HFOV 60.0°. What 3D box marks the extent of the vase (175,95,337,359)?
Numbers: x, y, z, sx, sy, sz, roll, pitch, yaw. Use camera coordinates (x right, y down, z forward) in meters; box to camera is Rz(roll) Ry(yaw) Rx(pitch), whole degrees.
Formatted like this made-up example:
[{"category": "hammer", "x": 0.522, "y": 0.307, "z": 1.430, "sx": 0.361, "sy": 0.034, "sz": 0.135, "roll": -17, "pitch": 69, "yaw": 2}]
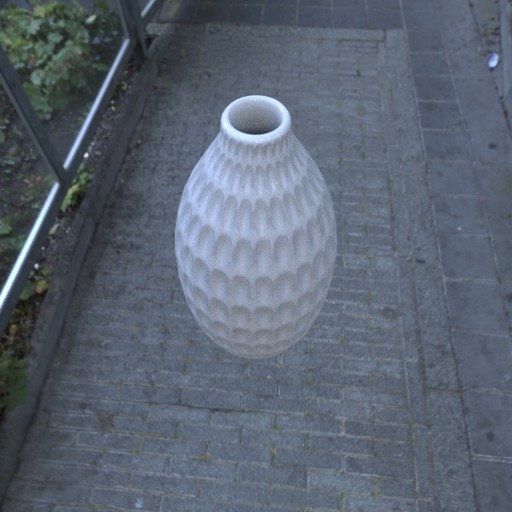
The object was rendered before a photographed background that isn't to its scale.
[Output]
[{"category": "vase", "x": 0.000, "y": 0.000, "z": 0.361, "sx": 0.127, "sy": 0.282, "sz": 0.127, "roll": 0, "pitch": 57, "yaw": 0}]
